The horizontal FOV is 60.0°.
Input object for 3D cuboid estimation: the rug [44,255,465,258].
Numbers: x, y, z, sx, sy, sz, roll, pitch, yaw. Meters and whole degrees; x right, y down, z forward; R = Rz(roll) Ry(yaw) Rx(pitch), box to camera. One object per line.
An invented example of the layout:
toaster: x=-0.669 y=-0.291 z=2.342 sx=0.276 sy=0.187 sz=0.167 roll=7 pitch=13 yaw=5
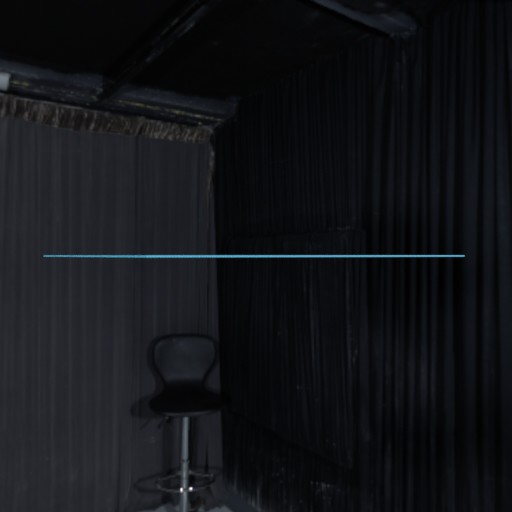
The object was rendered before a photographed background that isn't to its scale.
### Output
rug: x=0.000 y=0.000 z=3.963 sx=3.044 sy=0.015 sz=2.226 roll=0 pitch=0 yaw=-37
